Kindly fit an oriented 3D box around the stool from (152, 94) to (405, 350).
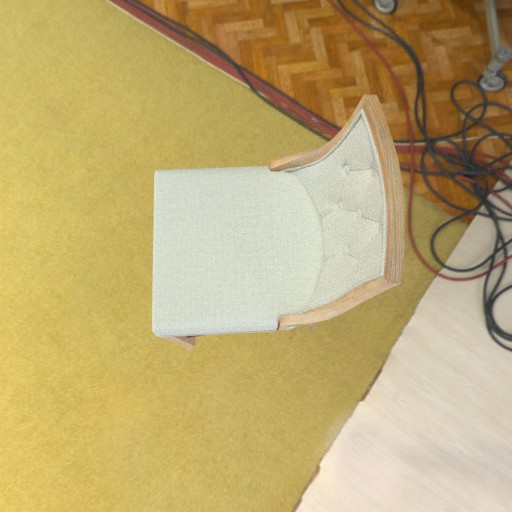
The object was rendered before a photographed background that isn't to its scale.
[{"bbox_3d":[0.000,0.000,1.469,0.626,1.101,0.524,-3,75,-1],"label":"stool"}]
